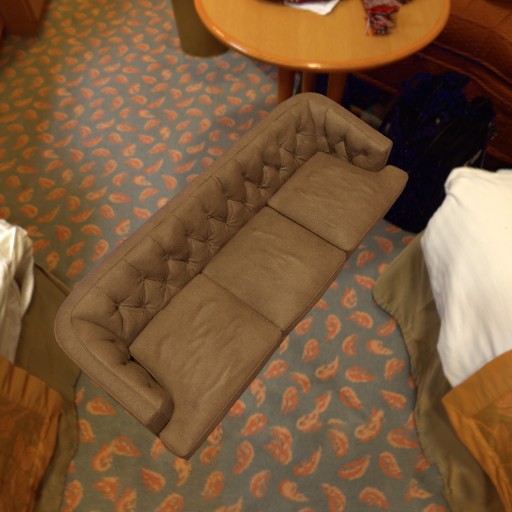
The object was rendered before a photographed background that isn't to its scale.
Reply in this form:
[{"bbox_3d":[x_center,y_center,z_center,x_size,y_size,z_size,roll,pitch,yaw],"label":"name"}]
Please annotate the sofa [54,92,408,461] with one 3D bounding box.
[{"bbox_3d":[0.000,0.000,2.677,0.927,0.787,2.227,34,64,19],"label":"sofa"}]
